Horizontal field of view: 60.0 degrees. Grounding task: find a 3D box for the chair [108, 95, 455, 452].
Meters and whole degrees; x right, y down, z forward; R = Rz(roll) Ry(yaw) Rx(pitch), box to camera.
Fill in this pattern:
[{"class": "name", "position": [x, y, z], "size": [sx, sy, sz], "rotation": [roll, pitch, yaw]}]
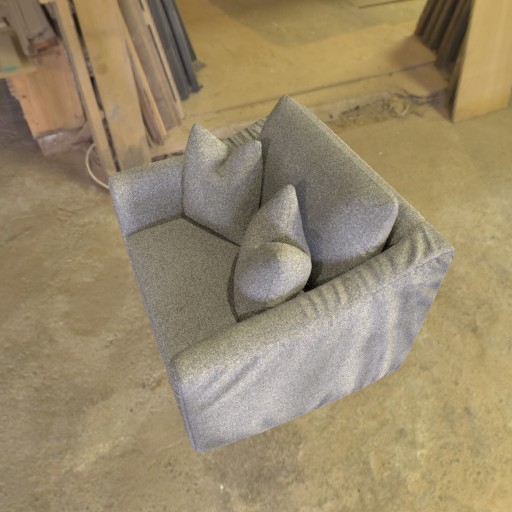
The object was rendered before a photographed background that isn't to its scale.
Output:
[{"class": "chair", "position": [0.000, 0.000, 2.044], "size": [1.071, 1.059, 1.194], "rotation": [-18, 49, -16]}]
